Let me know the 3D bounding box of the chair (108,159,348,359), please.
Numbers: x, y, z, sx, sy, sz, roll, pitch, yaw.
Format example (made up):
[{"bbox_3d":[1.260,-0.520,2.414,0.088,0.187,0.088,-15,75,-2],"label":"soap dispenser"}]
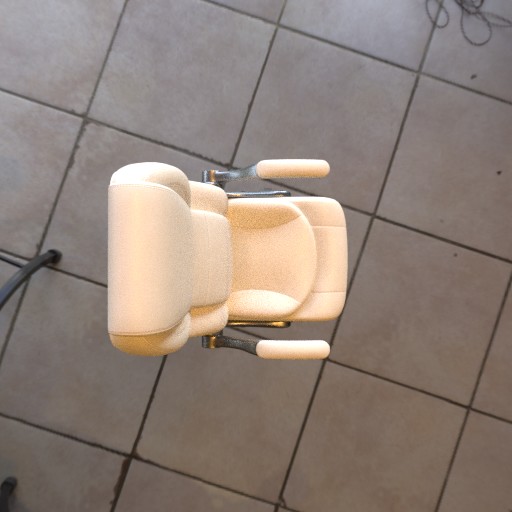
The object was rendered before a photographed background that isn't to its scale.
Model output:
[{"bbox_3d":[0.000,0.000,1.788,0.806,1.330,0.755,0,90,-1],"label":"chair"}]
